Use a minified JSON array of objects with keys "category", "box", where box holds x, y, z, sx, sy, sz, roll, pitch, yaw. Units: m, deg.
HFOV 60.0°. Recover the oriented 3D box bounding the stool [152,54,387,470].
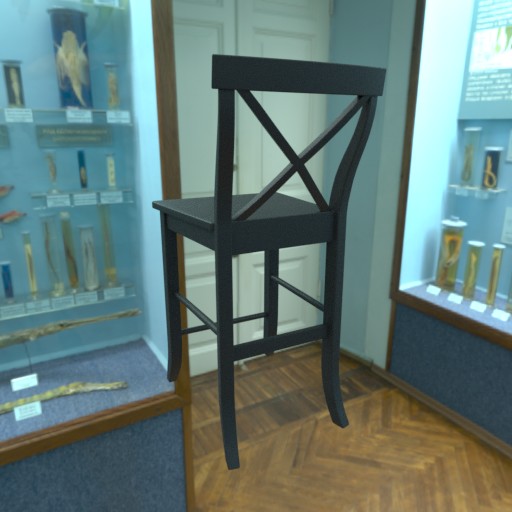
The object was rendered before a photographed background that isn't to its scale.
[{"category":"stool","box":[0.000,0.000,1.288,0.452,0.989,0.559,-8,18,-27]}]
